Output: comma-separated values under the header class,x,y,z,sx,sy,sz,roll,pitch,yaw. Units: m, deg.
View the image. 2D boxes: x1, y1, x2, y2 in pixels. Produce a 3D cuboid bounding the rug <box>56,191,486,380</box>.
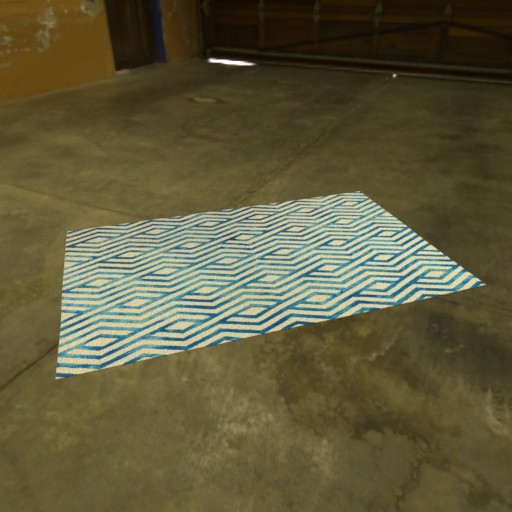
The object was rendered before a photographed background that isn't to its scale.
class,x,y,z,sx,sy,sz,roll,pitch,yaw
rug,0.000,0.000,2.980,2.439,0.008,1.531,-10,32,-16
